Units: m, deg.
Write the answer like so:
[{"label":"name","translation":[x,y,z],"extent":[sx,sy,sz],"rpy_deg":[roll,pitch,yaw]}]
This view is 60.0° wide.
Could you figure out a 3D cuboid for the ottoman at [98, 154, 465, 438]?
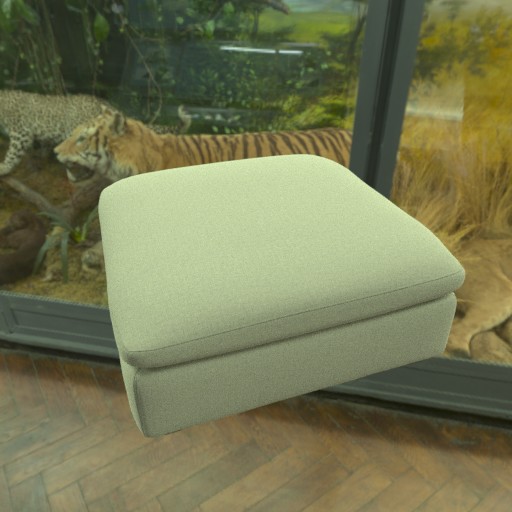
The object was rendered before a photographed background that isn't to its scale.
[{"label":"ottoman","translation":[0.000,0.000,1.553],"extent":[0.996,0.467,0.977],"rpy_deg":[-11,34,-16]}]
